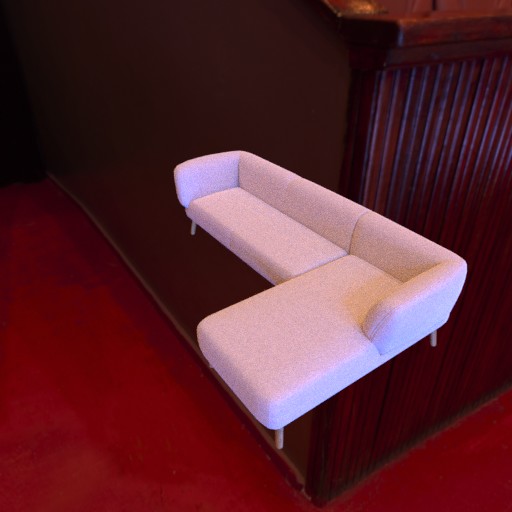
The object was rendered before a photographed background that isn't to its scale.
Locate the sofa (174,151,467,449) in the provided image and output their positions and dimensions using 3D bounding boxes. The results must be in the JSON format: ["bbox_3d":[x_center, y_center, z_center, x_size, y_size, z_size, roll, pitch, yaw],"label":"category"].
[{"bbox_3d":[0.000,0.000,3.434,1.610,0.730,2.660,-21,38,-29],"label":"sofa"}]
